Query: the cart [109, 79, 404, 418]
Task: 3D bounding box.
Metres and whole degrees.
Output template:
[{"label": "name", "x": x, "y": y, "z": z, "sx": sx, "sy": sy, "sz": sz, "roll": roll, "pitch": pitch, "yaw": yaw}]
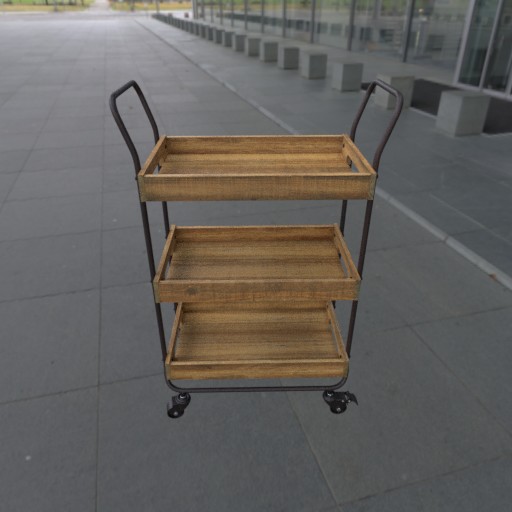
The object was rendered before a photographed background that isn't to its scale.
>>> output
[{"label": "cart", "x": 0.000, "y": 0.000, "z": 1.173, "sx": 0.583, "sy": 0.857, "sz": 0.339, "roll": -1, "pitch": 30, "yaw": -1}]
